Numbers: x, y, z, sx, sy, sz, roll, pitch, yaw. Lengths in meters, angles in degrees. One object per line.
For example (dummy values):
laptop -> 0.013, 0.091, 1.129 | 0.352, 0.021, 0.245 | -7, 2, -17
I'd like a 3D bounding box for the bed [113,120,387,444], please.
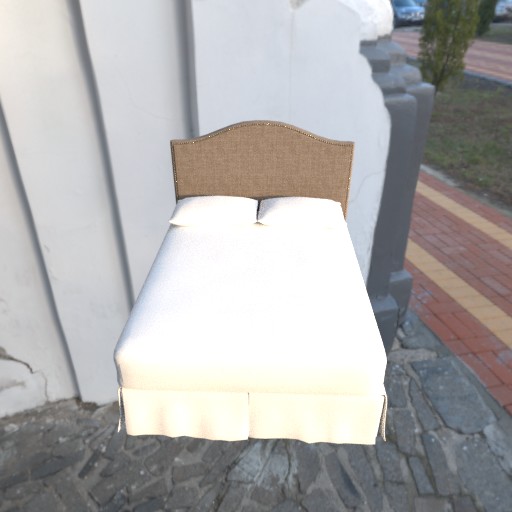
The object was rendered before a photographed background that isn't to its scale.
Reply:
bed -> 0.000, 0.000, 3.342 | 1.713, 1.518, 2.153 | 1, 31, 2
